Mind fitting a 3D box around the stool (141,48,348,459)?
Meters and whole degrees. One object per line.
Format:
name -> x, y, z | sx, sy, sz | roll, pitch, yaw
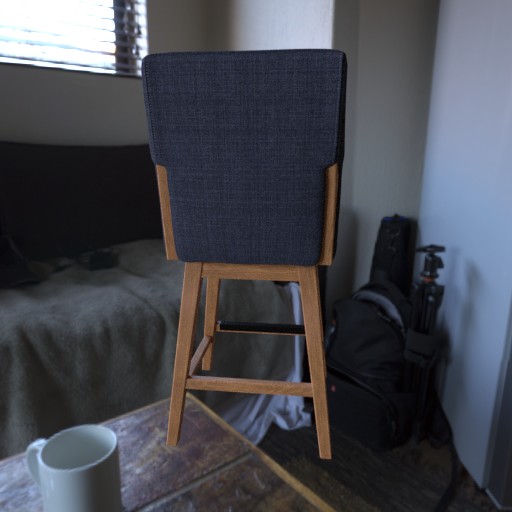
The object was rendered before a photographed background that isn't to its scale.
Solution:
stool -> 0.000, 0.000, 1.277 | 0.459, 1.010, 0.526 | 2, 15, 7
